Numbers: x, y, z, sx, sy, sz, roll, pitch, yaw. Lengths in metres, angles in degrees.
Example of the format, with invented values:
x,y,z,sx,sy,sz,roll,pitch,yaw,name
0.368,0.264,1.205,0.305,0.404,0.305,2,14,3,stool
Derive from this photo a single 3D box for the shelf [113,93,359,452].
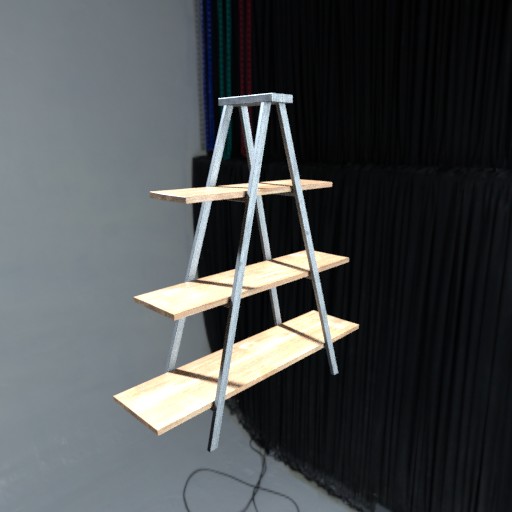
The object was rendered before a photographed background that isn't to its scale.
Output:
x,y,z,sx,sy,sz,roll,pitch,yaw,name
0.000,0.000,2.666,0.508,1.808,1.746,14,20,43,shelf
